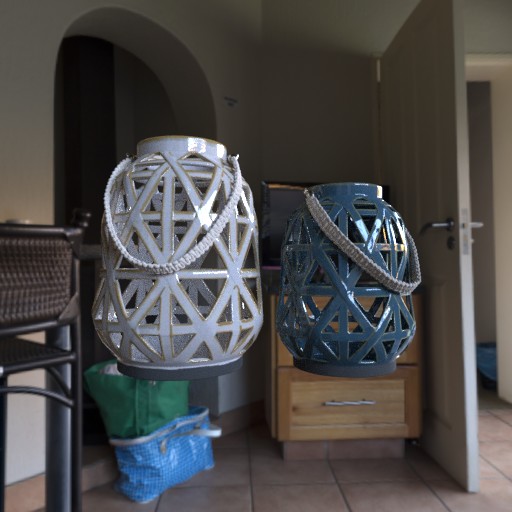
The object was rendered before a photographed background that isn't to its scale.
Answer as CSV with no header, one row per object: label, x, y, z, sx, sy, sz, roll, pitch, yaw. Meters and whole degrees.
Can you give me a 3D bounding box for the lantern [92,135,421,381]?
lantern,0.000,0.000,0.619,0.439,0.307,0.245,0,-1,0
